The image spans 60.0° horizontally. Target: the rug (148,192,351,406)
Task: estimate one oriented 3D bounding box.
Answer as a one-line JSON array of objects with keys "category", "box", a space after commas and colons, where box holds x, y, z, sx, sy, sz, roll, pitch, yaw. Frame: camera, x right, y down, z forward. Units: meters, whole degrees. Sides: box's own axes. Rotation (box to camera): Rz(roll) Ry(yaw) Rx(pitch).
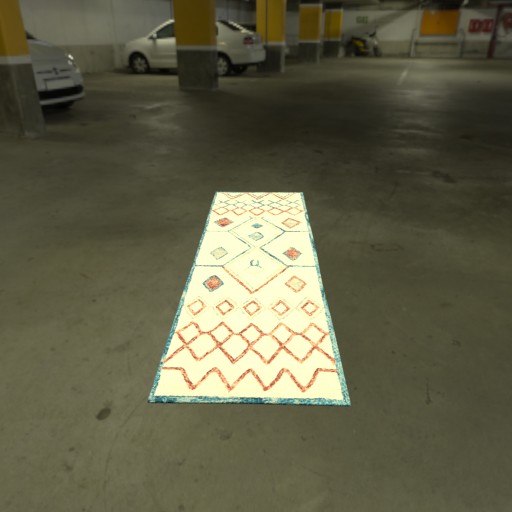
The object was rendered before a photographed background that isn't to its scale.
[{"category": "rug", "box": [0.000, 0.000, 2.716, 0.750, 0.011, 2.435, 1, 27, 1]}]
